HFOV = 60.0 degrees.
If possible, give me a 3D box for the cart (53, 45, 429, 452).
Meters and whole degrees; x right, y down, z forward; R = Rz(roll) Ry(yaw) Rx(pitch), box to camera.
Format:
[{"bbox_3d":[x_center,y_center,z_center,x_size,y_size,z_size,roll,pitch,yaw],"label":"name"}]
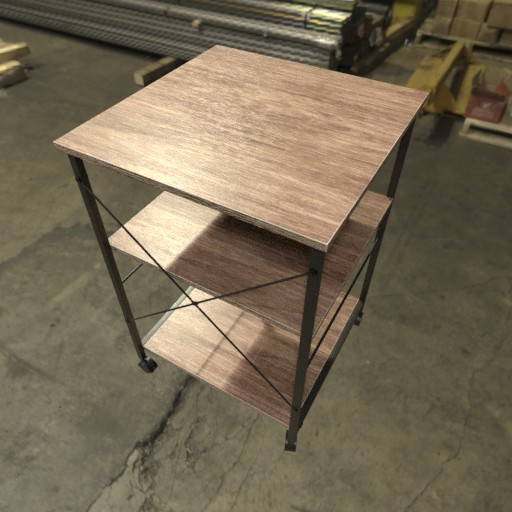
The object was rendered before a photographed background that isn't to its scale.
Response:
[{"bbox_3d":[0.000,0.000,1.113,0.521,0.762,0.520,22,49,21],"label":"cart"}]
